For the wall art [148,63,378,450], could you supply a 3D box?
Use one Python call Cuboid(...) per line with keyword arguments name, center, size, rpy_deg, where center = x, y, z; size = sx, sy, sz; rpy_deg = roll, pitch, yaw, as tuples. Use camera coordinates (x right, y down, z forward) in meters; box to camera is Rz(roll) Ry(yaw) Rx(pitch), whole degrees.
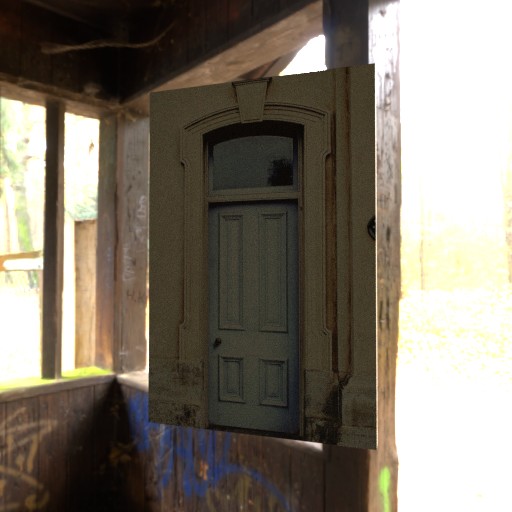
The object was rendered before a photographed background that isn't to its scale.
Cuboid(name="wall art", center=(0.000, 0.000, 0.968), size=(0.508, 0.764, 0.038), rpy_deg=(0, -1, 17))
